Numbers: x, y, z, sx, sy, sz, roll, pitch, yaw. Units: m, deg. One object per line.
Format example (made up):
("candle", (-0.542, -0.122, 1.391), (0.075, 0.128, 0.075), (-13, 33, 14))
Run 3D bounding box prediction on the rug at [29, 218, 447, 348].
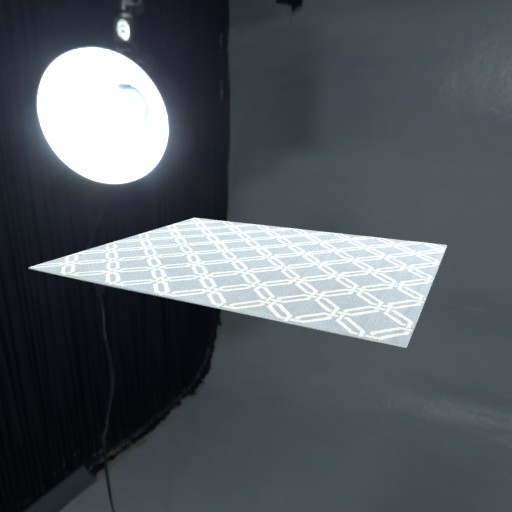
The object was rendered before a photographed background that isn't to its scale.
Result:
("rug", (0.000, 0.000, 3.858), (2.895, 0.018, 2.288), (8, 18, 26))
